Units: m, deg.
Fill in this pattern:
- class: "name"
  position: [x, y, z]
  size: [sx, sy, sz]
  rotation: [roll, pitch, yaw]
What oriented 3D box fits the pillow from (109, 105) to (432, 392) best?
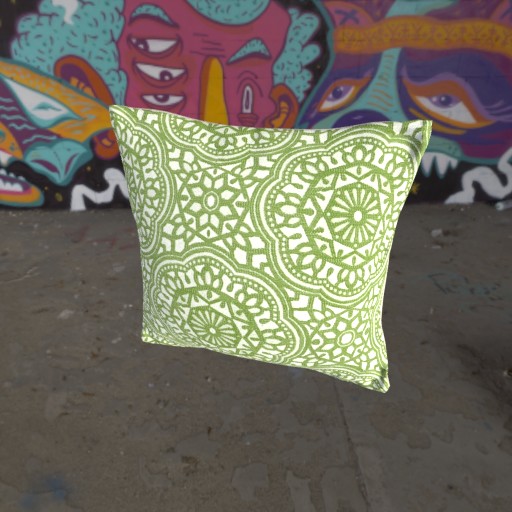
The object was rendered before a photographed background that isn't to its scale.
- class: "pillow"
  position: [0.000, 0.000, 0.665]
  size: [0.440, 0.419, 0.162]
  rotation: [8, 28, 15]
